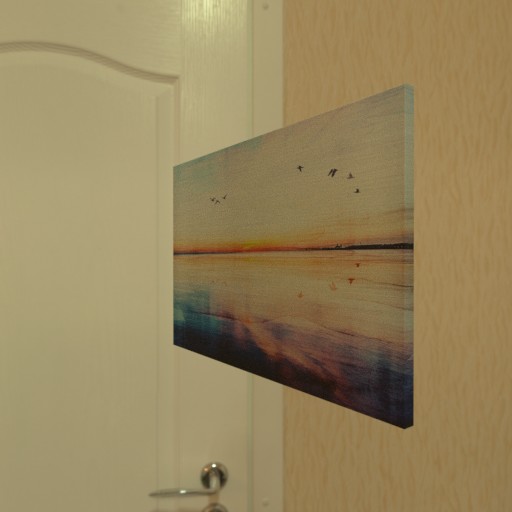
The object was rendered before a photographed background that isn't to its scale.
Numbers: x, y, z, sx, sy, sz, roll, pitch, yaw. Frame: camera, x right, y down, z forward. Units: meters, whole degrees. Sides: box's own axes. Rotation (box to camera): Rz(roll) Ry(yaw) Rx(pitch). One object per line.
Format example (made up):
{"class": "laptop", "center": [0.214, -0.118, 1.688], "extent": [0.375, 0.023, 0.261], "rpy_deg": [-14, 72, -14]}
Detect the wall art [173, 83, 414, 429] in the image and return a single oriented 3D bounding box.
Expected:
{"class": "wall art", "center": [0.000, 0.000, 0.762], "extent": [0.018, 0.402, 0.604], "rpy_deg": [0, 0, -36]}
